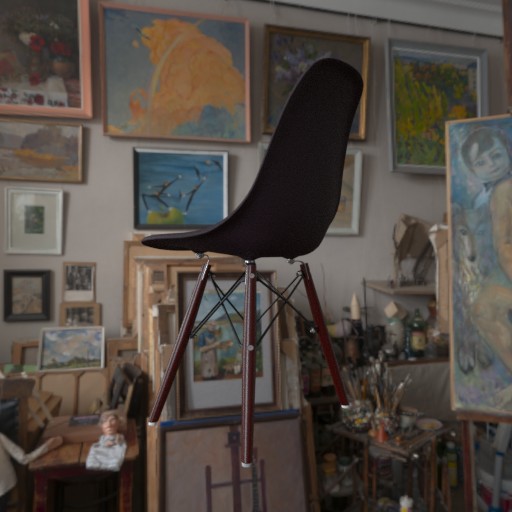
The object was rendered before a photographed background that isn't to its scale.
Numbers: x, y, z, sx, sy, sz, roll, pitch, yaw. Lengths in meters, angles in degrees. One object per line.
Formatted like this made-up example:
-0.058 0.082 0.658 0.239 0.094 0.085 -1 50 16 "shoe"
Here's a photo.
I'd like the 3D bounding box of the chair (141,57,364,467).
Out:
0.000 0.000 1.129 0.533 0.826 0.470 1 1 37 "chair"
